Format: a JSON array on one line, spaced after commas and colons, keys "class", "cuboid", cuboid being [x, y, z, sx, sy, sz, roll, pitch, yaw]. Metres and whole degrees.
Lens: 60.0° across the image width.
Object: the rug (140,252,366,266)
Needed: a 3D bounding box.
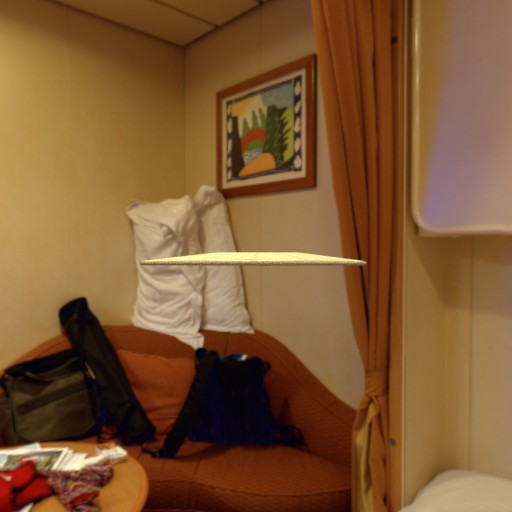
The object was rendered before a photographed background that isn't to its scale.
[{"class": "rug", "cuboid": [0.000, 0.000, 2.454, 0.678, 0.014, 2.276, 0, 1, 0]}]
